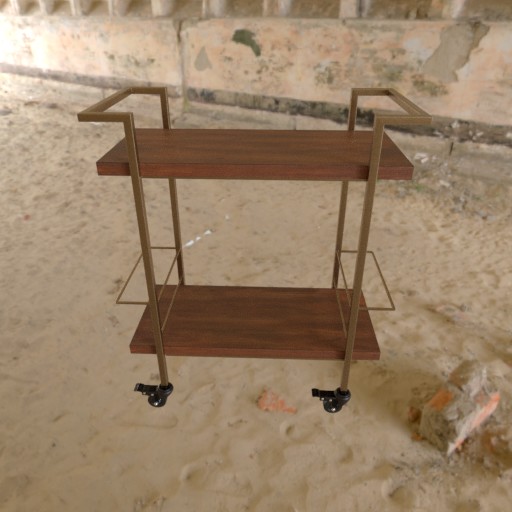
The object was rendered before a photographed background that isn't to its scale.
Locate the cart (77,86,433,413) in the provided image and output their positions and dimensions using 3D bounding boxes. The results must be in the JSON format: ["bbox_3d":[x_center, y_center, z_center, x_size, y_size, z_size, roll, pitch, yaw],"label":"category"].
[{"bbox_3d":[0.000,0.000,1.191,0.695,0.807,0.364,1,30,2],"label":"cart"}]
